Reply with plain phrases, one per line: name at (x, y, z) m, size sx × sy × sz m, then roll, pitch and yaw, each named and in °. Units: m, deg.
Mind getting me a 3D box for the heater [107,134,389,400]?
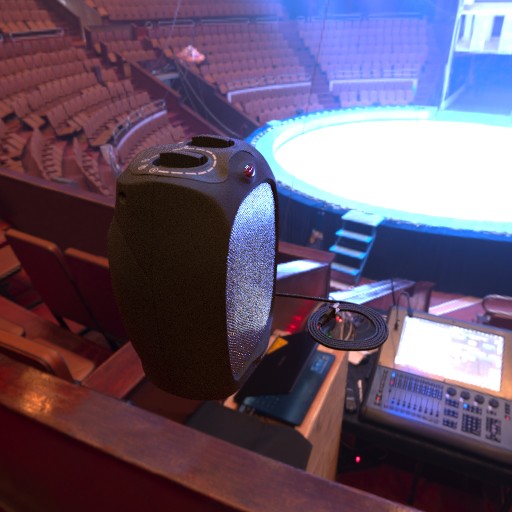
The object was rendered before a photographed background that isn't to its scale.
heater at (0.000, 0.000, 0.465) m, size 0.291 × 0.240 × 0.239 m, roll 9°, pitch 30°, yaw 17°
